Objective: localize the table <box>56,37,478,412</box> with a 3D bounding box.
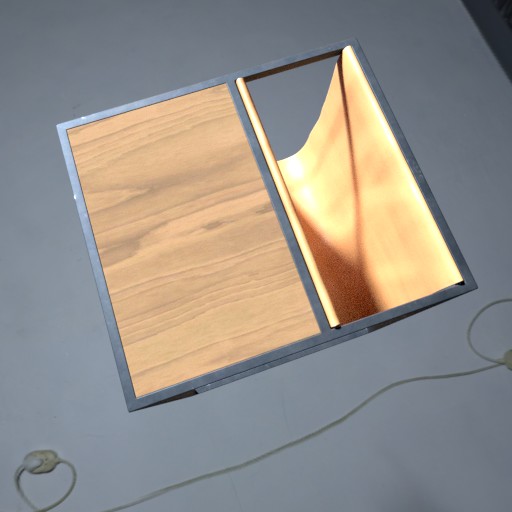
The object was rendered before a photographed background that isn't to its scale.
[{"bbox_3d":[0.000,0.000,0.837,0.450,0.536,0.399,-18,75,-5],"label":"table"}]
